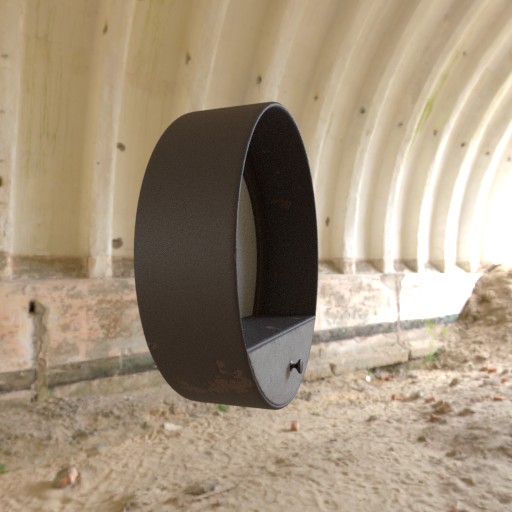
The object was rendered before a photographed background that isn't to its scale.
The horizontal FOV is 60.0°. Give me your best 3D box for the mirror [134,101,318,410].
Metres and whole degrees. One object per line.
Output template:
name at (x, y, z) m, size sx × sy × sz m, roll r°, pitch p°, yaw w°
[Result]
mirror at (0.000, 0.000, 0.597) m, size 0.126 × 0.386 × 0.386 m, roll -1°, pitch -2°, yaw 19°
